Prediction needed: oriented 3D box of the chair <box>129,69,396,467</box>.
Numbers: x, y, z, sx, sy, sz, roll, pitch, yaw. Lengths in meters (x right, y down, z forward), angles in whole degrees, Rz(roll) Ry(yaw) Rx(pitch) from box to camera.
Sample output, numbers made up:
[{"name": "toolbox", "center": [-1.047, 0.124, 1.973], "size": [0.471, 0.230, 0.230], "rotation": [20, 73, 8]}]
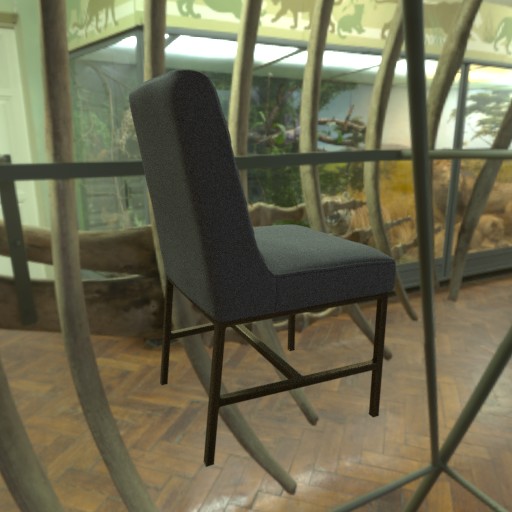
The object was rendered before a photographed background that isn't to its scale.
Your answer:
[{"name": "chair", "center": [0.000, 0.000, 1.240], "size": [0.587, 0.889, 0.508], "rotation": [-7, 16, -26]}]
